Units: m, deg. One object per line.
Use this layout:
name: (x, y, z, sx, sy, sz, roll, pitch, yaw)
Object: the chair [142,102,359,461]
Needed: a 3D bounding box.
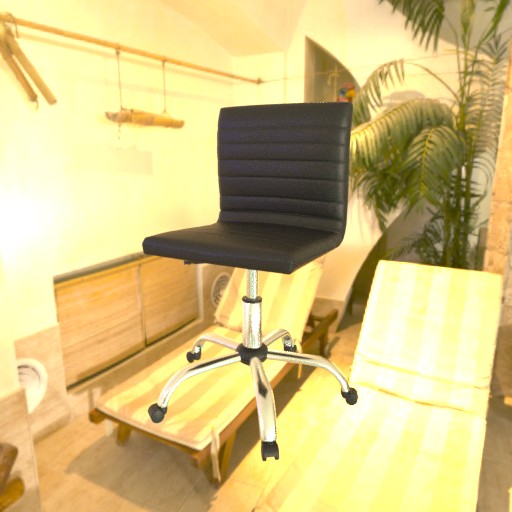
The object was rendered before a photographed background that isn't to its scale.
chair: (0.000, 0.000, 1.160, 0.556, 0.780, 0.530, 7, 16, 27)
